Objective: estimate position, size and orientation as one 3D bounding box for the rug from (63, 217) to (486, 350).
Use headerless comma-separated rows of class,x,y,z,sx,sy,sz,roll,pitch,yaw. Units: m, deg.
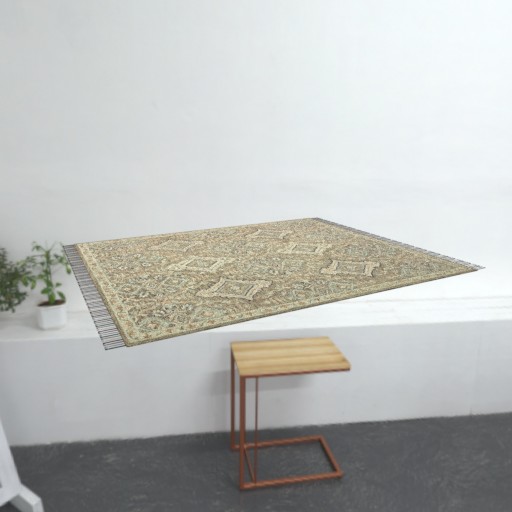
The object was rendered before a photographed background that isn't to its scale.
rug,0.000,0.000,4.035,3.056,0.010,2.437,-8,18,-27
